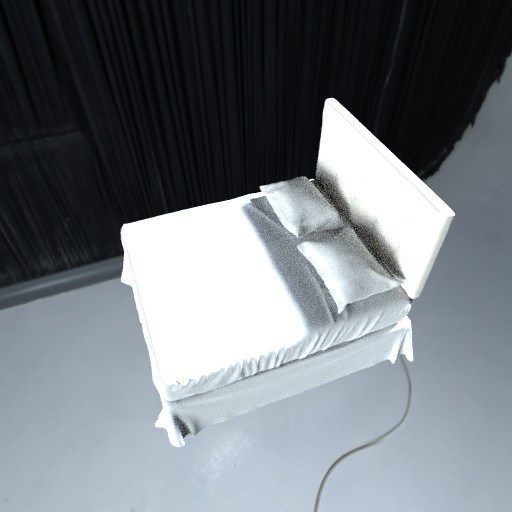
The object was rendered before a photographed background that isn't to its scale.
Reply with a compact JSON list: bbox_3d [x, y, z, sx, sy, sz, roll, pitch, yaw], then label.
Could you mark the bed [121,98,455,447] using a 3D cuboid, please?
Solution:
[{"bbox_3d":[0.000,0.000,3.584,2.222,1.577,1.936,-16,49,-14],"label":"bed"}]
